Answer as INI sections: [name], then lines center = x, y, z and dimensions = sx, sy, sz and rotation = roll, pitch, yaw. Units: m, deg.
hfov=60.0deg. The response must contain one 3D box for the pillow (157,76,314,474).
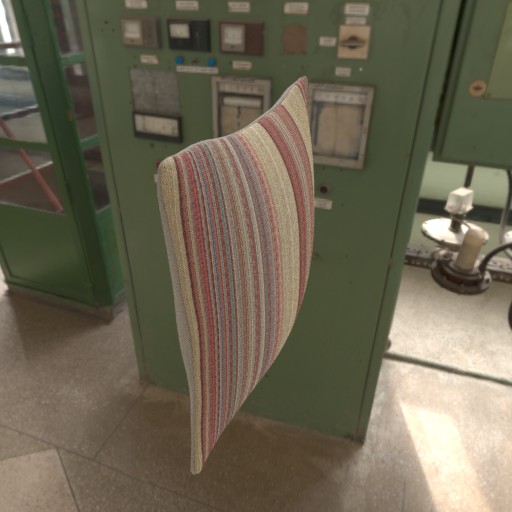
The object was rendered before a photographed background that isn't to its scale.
[pillow]
center = 0.000, 0.000, 0.630
dimensions = 0.136, 0.419, 0.437
rotation = 11, 33, 18
